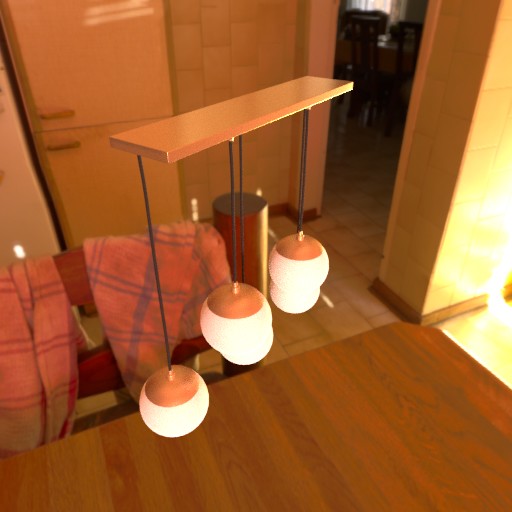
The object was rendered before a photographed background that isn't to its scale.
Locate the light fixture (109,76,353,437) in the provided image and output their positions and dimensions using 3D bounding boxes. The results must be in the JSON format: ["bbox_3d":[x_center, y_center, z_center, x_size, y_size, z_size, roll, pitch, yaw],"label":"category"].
[{"bbox_3d":[0.000,0.000,1.303,0.299,0.869,0.863,21,38,29],"label":"light fixture"}]
